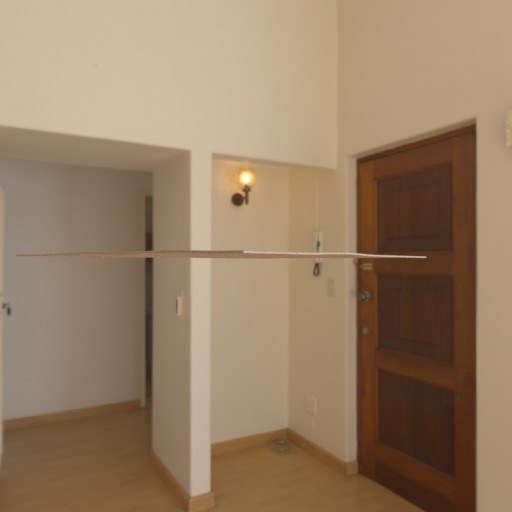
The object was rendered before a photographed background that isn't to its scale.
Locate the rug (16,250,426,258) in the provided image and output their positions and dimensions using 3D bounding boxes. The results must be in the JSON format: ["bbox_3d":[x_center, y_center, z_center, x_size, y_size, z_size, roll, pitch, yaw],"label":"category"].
[{"bbox_3d":[0.000,0.000,2.285,1.220,0.013,1.829,-1,-1,36],"label":"rug"}]
